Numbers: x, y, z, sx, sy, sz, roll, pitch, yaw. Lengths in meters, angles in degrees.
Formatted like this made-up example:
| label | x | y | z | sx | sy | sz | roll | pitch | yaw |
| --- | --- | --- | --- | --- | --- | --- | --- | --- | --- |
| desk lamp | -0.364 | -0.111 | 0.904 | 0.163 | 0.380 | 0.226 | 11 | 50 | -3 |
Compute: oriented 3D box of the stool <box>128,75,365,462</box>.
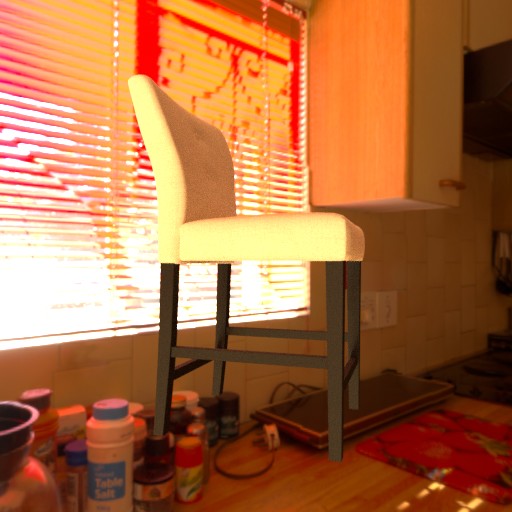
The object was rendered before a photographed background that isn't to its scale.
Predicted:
| label | x | y | z | sx | sy | sz | roll | pitch | yaw |
| --- | --- | --- | --- | --- | --- | --- | --- | --- | --- |
| stool | 0.000 | 0.000 | 1.321 | 0.603 | 0.972 | 0.514 | 0 | -1 | 19 |
